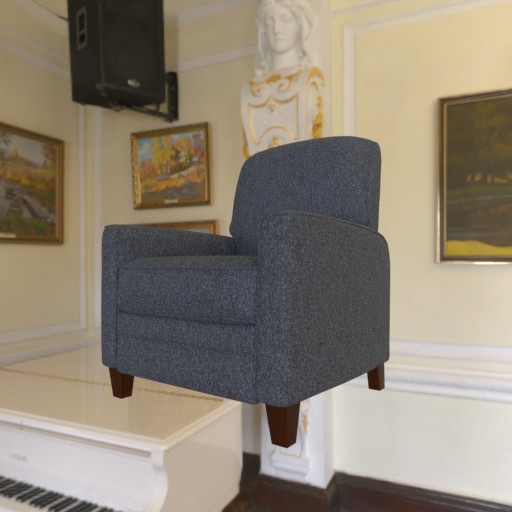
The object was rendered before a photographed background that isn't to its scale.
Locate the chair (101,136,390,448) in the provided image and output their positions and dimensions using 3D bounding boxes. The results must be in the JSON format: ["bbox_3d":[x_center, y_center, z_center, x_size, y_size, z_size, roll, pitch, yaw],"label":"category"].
[{"bbox_3d":[0.000,0.000,1.670,0.839,1.016,0.850,-1,-1,37],"label":"chair"}]
